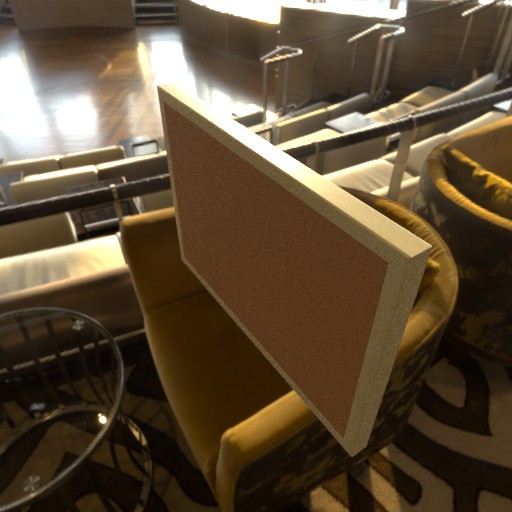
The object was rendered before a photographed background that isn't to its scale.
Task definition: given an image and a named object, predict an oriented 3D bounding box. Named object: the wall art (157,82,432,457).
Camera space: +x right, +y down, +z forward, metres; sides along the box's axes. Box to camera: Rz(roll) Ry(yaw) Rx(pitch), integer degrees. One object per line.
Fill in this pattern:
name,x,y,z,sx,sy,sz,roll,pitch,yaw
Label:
wall art,0.000,0.000,0.694,0.032,0.381,0.533,-24,46,-26
